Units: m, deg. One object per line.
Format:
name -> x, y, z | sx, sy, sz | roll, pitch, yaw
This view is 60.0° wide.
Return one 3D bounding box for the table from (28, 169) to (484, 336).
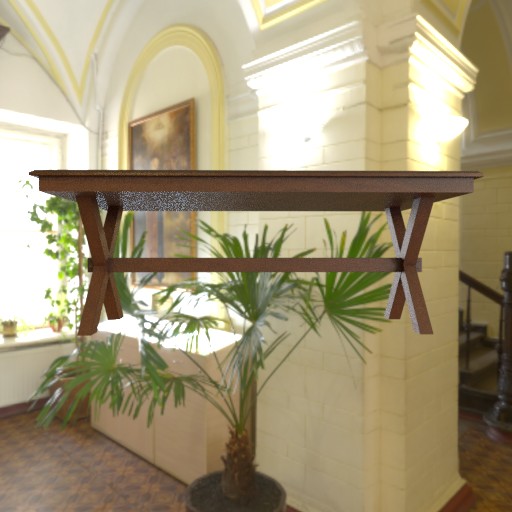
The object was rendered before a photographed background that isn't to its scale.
table -> 0.000, 0.000, 1.465 | 1.197, 0.459, 0.594 | 0, 1, -1
